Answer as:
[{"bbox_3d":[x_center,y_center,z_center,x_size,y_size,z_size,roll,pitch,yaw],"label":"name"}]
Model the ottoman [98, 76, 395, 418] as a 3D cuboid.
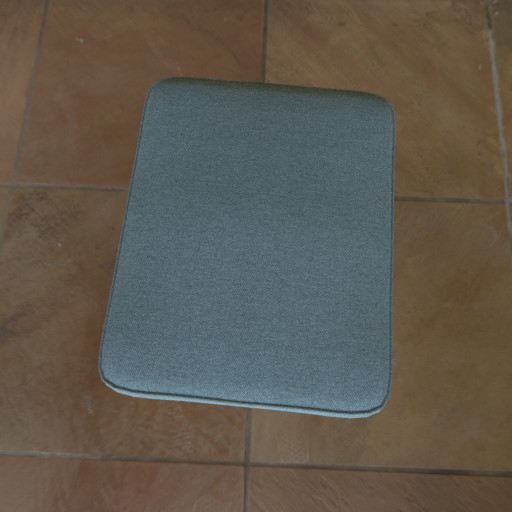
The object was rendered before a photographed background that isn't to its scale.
[{"bbox_3d":[0.000,0.000,1.128,0.589,0.537,0.738,5,75,1],"label":"ottoman"}]
